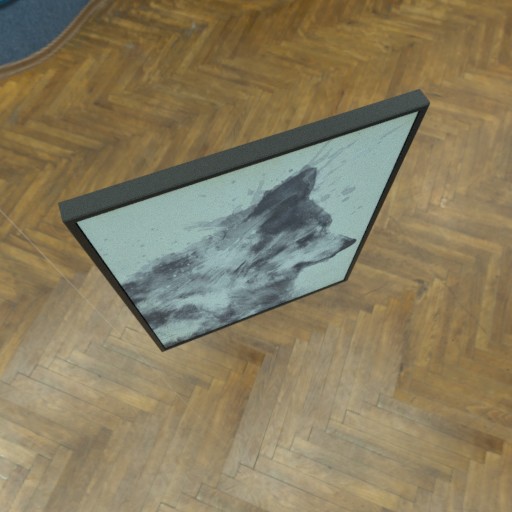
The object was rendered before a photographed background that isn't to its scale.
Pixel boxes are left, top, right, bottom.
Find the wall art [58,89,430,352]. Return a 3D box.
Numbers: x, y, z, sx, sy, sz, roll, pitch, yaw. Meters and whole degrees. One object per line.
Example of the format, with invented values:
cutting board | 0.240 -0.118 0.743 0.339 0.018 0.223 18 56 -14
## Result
wall art | 0.000 0.000 0.757 0.451 0.551 0.028 -20 65 -10
